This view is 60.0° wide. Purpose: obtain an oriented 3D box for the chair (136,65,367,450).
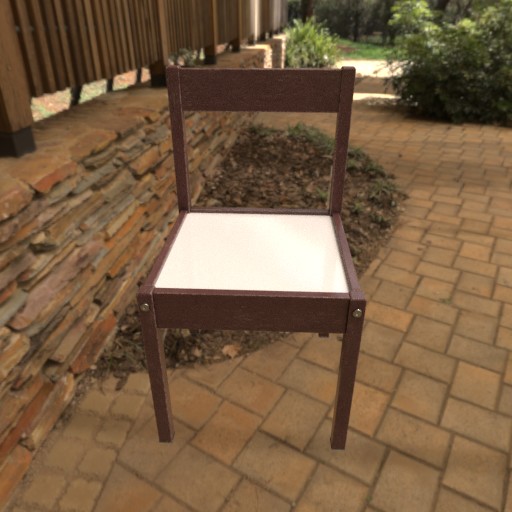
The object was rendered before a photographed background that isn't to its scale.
[{"bbox_3d":[0.000,0.000,0.673,0.285,0.505,0.285,1,29,2],"label":"chair"}]
